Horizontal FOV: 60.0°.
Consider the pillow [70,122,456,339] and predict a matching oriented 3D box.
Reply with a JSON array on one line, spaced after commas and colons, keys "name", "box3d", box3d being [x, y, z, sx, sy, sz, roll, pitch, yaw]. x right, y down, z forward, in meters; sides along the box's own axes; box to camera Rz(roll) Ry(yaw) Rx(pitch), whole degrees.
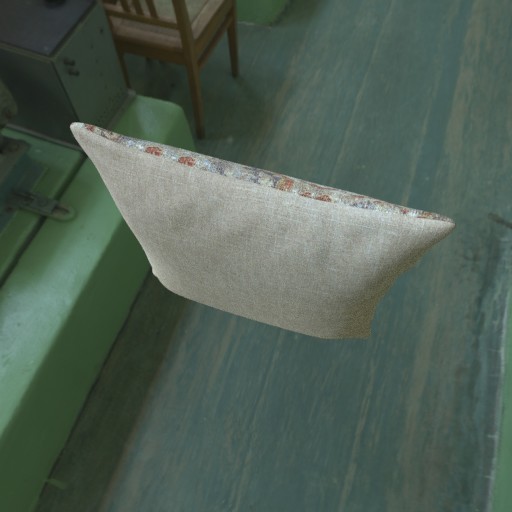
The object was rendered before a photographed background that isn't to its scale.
[{"name": "pillow", "box3d": [0.000, 0.000, 0.790, 0.523, 0.506, 0.166, 16, 65, 8]}]
